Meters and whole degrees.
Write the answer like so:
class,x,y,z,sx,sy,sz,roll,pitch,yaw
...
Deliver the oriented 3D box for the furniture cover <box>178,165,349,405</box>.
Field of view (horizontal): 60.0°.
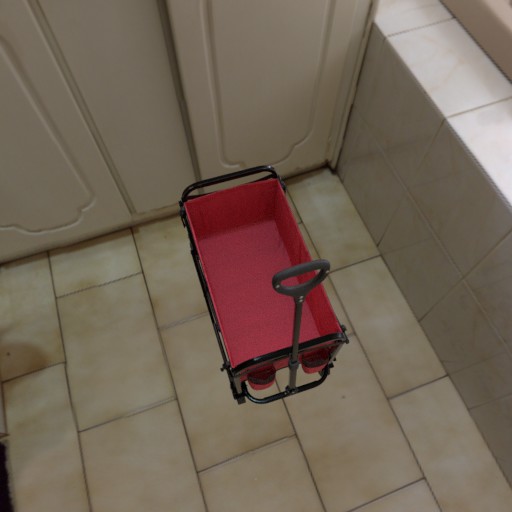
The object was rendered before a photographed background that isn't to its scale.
class,x,y,z,sx,sy,sz,roll,pitch,yaw
furniture cover,0.000,0.000,1.820,0.532,1.295,1.038,-16,64,-8
